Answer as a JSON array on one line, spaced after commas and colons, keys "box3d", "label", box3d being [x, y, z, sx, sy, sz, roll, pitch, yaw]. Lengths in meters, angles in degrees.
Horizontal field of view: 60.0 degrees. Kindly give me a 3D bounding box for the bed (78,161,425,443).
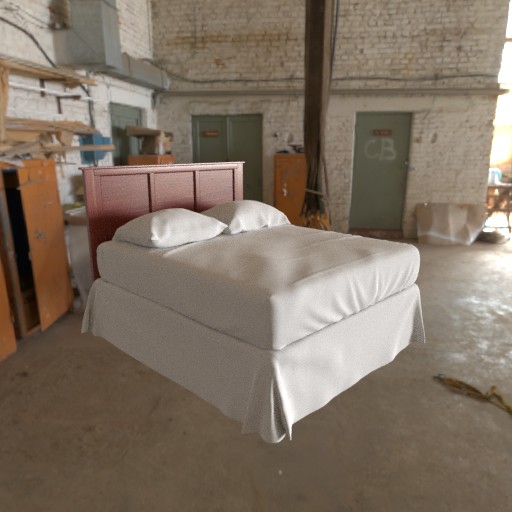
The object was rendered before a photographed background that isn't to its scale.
[{"box3d": [0.000, 0.000, 3.268, 2.050, 1.270, 1.870, 13, 19, 43], "label": "bed"}]
